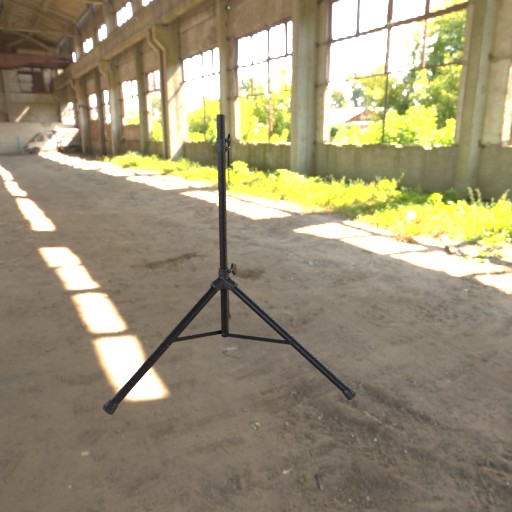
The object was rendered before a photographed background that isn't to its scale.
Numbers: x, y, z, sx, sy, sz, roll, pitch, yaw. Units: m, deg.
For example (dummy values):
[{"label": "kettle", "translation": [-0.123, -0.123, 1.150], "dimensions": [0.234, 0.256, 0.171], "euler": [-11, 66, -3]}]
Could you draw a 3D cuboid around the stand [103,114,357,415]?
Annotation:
[{"label": "stand", "translation": [0.000, 0.000, 1.859], "dimensions": [0.907, 1.136, 1.045], "euler": [7, 17, 24]}]
